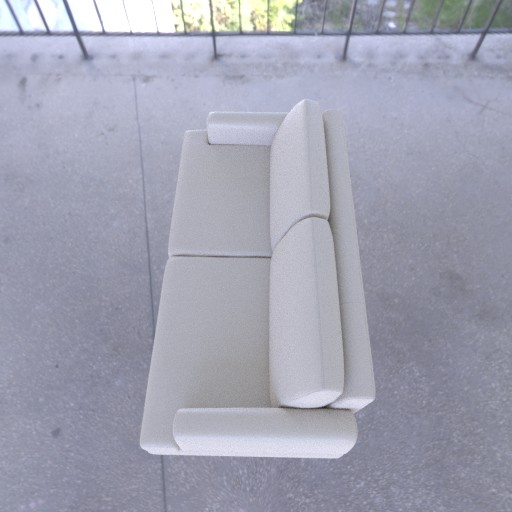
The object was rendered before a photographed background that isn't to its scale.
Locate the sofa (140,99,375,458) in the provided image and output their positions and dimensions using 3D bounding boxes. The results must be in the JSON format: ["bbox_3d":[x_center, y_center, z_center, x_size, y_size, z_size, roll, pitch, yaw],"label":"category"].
[{"bbox_3d":[0.000,0.000,2.376,0.974,0.765,1.940,1,59,1],"label":"sofa"}]
